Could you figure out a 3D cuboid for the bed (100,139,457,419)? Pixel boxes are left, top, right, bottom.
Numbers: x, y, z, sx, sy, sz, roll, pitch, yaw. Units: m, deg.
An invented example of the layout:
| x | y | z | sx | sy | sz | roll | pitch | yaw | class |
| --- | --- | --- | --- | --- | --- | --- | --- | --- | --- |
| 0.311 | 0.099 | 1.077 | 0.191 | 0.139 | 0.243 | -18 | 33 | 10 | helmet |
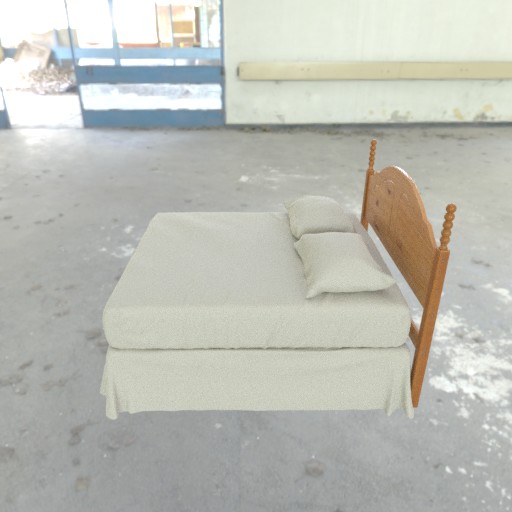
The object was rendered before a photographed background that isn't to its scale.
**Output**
| x | y | z | sx | sy | sz | roll | pitch | yaw | class |
| --- | --- | --- | --- | --- | --- | --- | --- | --- | --- |
| 0.000 | 0.000 | 3.239 | 2.040 | 1.356 | 1.873 | 0 | 26 | 0 | bed |
